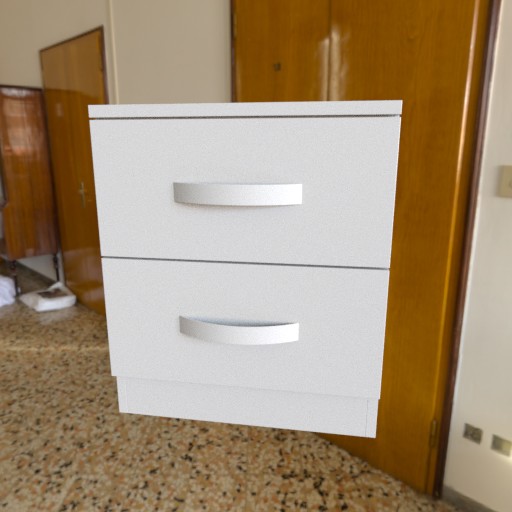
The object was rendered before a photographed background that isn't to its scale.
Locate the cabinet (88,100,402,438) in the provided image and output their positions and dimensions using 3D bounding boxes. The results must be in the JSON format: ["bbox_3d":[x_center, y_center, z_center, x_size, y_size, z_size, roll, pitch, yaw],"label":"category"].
[{"bbox_3d":[0.000,0.000,0.758,0.400,0.470,0.360,2,14,9],"label":"cabinet"}]
